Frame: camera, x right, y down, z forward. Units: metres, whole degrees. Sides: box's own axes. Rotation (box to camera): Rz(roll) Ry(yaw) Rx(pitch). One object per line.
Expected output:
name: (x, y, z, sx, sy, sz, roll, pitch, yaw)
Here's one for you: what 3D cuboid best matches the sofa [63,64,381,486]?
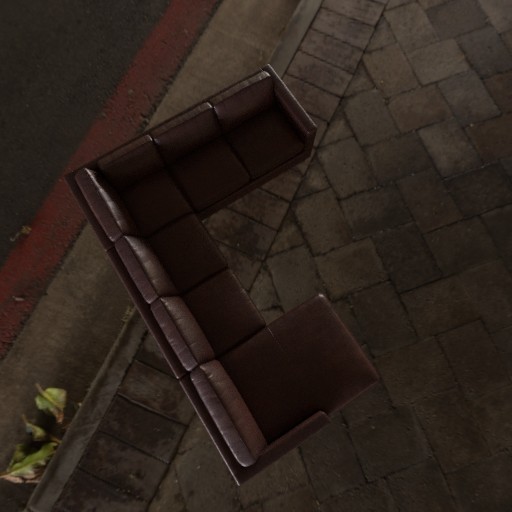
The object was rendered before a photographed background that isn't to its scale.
sofa: (0.000, 0.000, 4.476, 2.452, 0.891, 3.324, -32, 77, -8)
